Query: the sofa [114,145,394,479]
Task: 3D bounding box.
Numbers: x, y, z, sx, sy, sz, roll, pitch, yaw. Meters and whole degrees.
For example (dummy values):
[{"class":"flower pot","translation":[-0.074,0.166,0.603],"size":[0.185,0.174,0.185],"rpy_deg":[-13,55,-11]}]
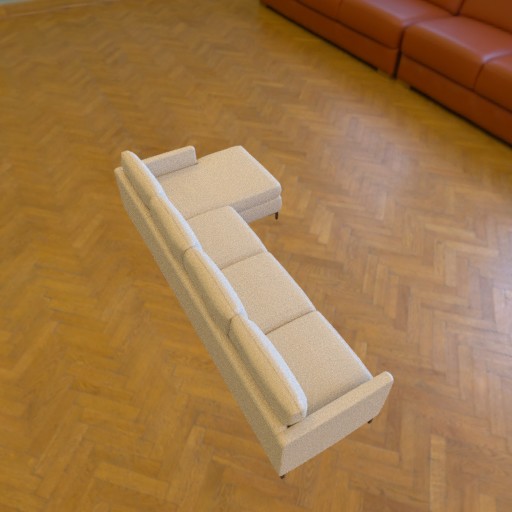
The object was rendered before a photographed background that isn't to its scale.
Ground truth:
[{"class":"sofa","translation":[0.000,0.000,3.313],"size":[1.258,0.755,2.731],"rpy_deg":[-23,51,-20]}]
